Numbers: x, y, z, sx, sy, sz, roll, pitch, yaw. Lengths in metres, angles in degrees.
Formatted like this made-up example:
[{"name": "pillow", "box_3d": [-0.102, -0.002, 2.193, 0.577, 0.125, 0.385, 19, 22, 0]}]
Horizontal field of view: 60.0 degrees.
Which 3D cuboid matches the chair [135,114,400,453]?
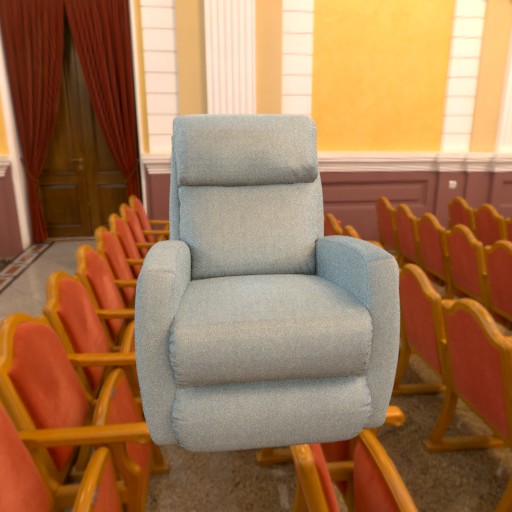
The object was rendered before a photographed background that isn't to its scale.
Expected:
[{"name": "chair", "box_3d": [0.000, 0.000, 1.640, 0.794, 1.016, 0.940, -2, 17, -7]}]
